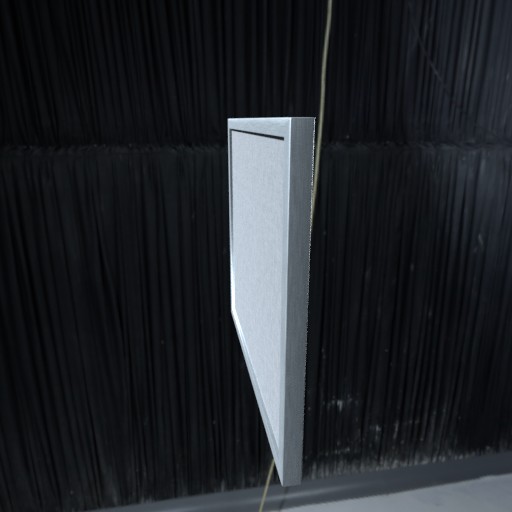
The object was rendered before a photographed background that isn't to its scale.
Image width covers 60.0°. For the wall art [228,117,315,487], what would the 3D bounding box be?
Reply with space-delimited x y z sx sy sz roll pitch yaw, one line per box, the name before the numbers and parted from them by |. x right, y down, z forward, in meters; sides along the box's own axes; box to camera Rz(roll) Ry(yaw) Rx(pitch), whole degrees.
wall art | 0.000 0.000 0.770 0.028 0.457 0.556 -3 17 -9
